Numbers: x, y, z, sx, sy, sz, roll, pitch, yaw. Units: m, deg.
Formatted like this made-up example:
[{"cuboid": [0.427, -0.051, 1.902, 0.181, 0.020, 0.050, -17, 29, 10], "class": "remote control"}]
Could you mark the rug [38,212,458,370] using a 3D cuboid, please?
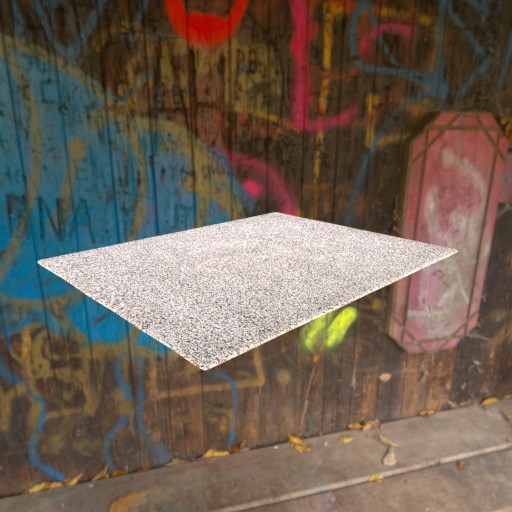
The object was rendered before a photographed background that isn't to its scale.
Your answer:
[{"cuboid": [0.000, 0.000, 4.084, 3.047, 0.029, 2.438, -16, 23, -41], "class": "rug"}]
